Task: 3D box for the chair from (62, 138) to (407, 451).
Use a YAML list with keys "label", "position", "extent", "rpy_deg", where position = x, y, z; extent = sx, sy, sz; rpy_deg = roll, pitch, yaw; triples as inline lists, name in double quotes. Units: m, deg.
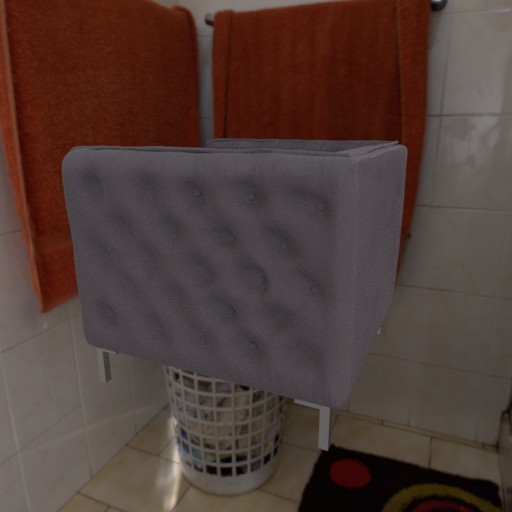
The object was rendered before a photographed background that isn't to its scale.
- label: "chair"
  position: [0.000, 0.000, 1.622]
  extent: [0.913, 0.807, 0.946]
  rpy_deg: [7, 18, 24]
